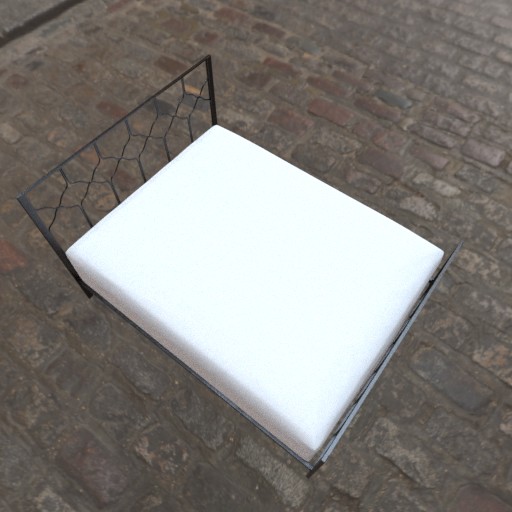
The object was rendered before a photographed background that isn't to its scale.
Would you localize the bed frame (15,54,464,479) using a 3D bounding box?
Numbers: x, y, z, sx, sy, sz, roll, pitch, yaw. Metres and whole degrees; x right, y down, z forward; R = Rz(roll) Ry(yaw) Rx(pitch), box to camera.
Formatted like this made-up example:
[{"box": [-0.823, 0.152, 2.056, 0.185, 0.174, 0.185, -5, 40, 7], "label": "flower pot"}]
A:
[{"box": [0.000, 0.000, 2.918, 2.063, 1.222, 1.597, 33, 64, 19], "label": "bed frame"}]
